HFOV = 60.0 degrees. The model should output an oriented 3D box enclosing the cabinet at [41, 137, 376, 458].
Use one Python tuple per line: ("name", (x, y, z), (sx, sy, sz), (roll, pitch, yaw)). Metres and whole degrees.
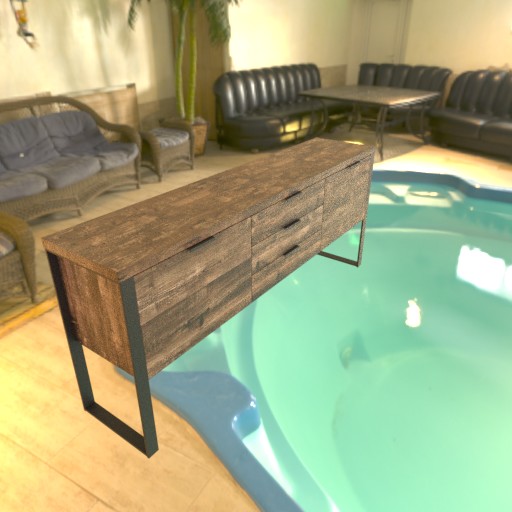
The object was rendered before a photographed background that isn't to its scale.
("cabinet", (0.000, 0.000, 2.139), (0.395, 0.762, 1.800), (19, 33, 32))
